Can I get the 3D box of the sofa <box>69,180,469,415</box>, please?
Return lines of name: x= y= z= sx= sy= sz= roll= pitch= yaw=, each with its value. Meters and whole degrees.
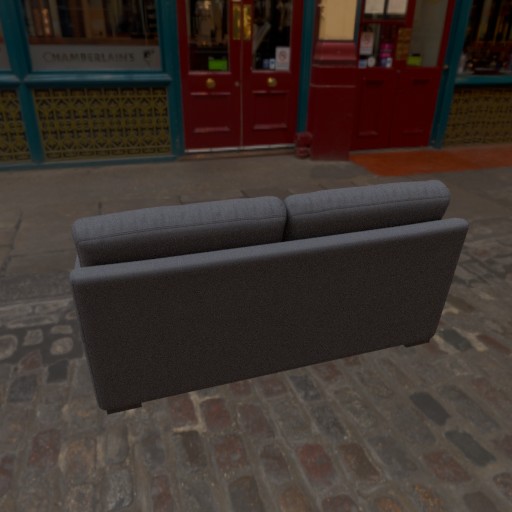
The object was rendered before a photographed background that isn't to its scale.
sofa: x=0.000 y=0.000 z=2.484 sx=1.880 sy=0.940 sz=1.143 roll=-8 pitch=27 yaw=-16
